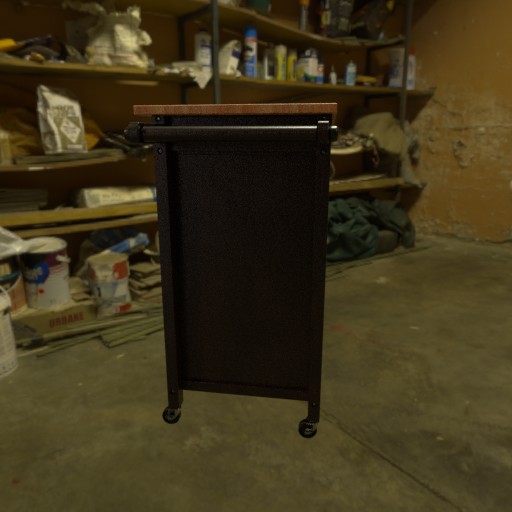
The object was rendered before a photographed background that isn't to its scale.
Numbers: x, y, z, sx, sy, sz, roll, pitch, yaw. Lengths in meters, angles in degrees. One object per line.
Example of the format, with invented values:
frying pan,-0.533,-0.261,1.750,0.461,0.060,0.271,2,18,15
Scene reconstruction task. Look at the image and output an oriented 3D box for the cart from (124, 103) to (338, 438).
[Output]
cart,0.000,0.000,1.426,0.472,0.878,0.914,2,15,9
